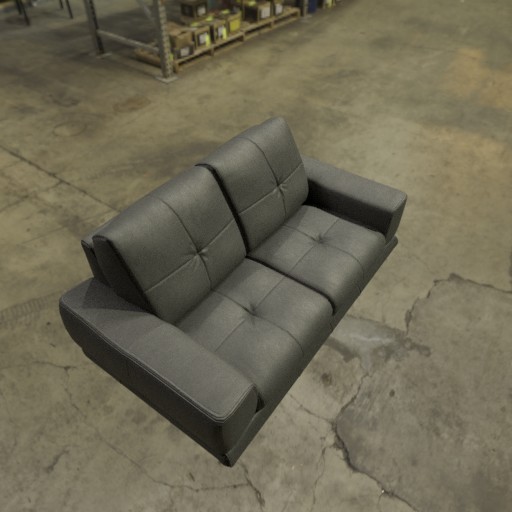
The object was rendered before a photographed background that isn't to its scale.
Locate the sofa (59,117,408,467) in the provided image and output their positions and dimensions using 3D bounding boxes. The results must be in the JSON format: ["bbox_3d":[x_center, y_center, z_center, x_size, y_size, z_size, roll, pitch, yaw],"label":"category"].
[{"bbox_3d":[0.000,0.000,2.391,1.018,0.907,1.806,27,50,25],"label":"sofa"}]
